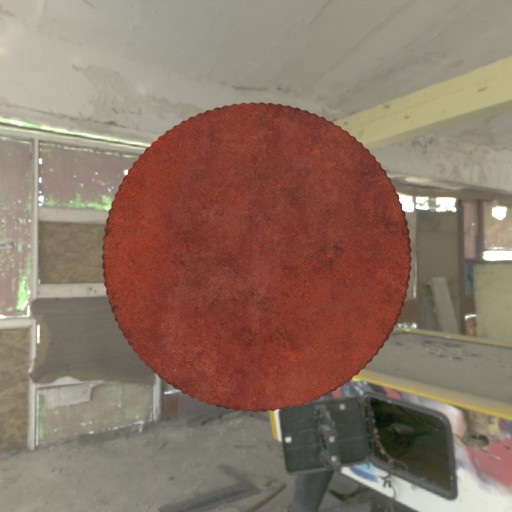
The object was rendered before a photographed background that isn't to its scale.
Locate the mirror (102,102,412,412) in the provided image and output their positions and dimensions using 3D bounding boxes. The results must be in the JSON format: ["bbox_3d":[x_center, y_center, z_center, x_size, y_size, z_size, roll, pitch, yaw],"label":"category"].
[{"bbox_3d":[0.000,0.000,0.896,0.609,0.609,0.056,0,-1,1],"label":"mirror"}]
